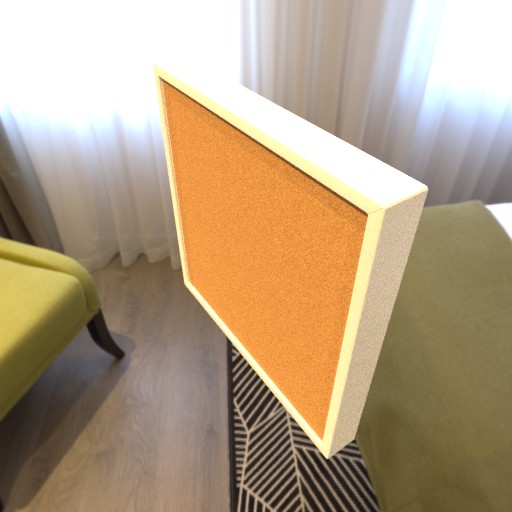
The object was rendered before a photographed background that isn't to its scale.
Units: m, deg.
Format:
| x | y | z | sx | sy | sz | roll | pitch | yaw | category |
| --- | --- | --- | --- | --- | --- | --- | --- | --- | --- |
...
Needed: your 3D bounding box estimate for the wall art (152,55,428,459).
| x | y | z | sx | sy | sz | roll | pitch | yaw | category |
| --- | --- | --- | --- | --- | --- | --- | --- | --- | --- |
| 0.000 | 0.000 | 0.447 | 0.038 | 0.305 | 0.305 | -24 | 46 | -26 | wall art |
